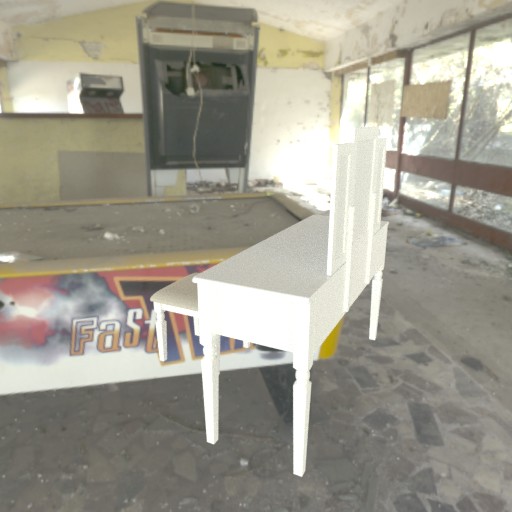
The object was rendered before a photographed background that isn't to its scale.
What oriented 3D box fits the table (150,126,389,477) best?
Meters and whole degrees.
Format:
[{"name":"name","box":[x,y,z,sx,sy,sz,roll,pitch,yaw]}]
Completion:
[{"name":"table","box":[0.000,0.000,2.334,1.115,1.310,1.369,8,19,26]}]
